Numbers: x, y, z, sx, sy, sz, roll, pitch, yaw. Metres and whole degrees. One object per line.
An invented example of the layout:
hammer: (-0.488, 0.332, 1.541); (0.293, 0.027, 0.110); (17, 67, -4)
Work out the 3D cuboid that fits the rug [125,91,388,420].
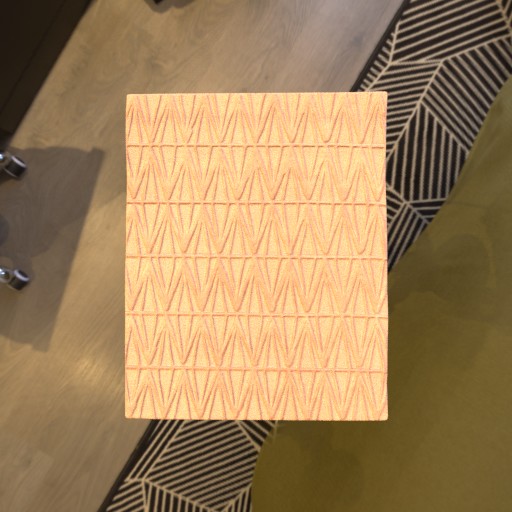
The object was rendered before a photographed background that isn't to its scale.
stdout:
rug: (0.000, 0.000, 4.132); (2.453, 0.043, 3.052); (0, 90, 1)
